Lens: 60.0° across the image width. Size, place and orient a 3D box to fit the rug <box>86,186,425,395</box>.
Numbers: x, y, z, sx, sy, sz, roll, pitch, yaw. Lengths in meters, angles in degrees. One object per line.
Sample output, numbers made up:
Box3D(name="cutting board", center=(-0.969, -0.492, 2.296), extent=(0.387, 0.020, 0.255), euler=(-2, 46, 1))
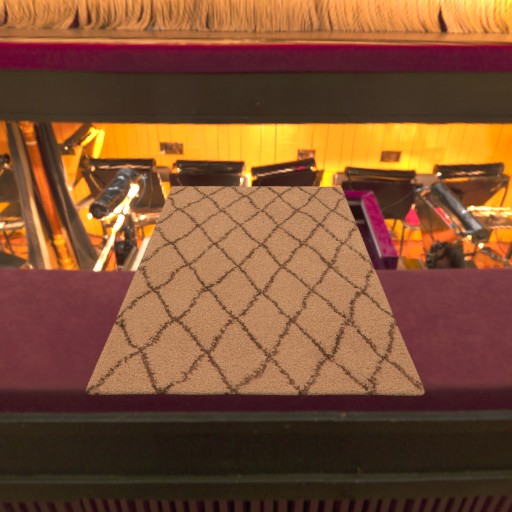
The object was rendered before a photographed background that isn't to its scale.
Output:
Box3D(name="rug", center=(0.000, 0.000, 3.477), extent=(1.778, 0.030, 2.743), euler=(0, 32, 0))
